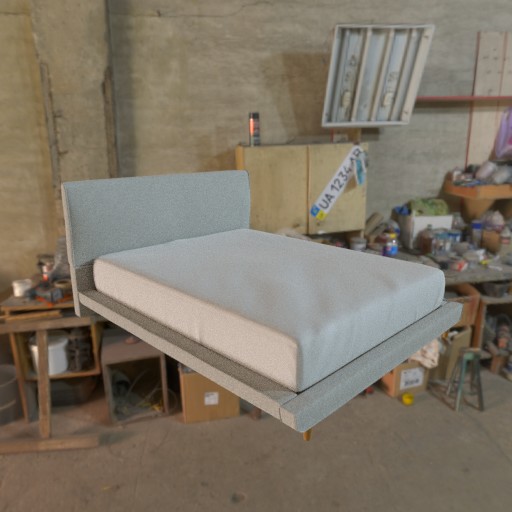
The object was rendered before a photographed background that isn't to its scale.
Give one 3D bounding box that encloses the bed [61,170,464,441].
[{"bbox_3d":[0.000,0.000,3.451,1.980,1.126,2.498,-15,21,-43],"label":"bed"}]
